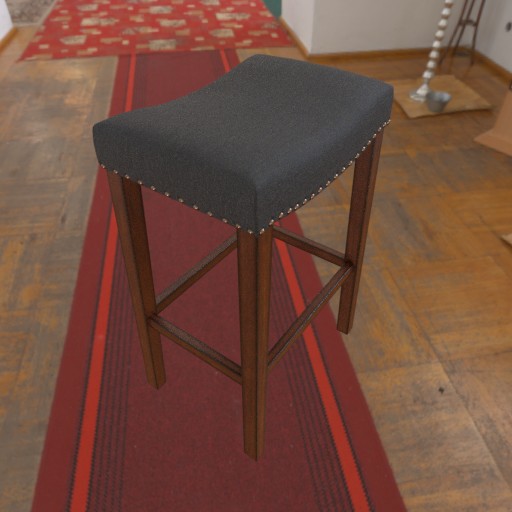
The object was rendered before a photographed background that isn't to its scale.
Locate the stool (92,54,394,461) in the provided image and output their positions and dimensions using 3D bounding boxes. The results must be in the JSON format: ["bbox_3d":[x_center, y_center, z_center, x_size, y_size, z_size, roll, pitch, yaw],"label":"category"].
[{"bbox_3d":[0.000,0.000,1.038,0.366,0.760,0.502,25,47,26],"label":"stool"}]
